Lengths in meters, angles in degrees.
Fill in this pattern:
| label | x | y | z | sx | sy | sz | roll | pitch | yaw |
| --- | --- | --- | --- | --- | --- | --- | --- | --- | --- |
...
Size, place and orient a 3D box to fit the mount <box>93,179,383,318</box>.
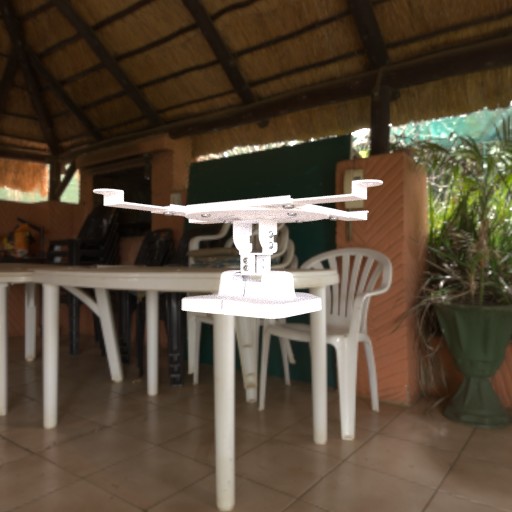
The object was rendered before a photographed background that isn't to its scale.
| label | x | y | z | sx | sy | sz | roll | pitch | yaw |
| --- | --- | --- | --- | --- | --- | --- | --- | --- | --- |
| mount | 0.000 | 0.000 | 0.593 | 0.394 | 0.141 | 0.394 | 0 | 0 | 36 |
